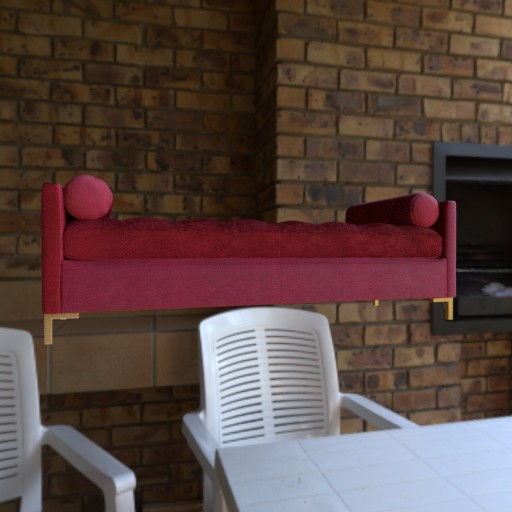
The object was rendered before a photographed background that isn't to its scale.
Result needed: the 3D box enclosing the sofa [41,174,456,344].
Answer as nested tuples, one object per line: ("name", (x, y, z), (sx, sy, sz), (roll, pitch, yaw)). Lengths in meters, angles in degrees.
("sofa", (0.000, 0.000, 2.470), (2.102, 0.705, 0.796), (0, 1, -19))
